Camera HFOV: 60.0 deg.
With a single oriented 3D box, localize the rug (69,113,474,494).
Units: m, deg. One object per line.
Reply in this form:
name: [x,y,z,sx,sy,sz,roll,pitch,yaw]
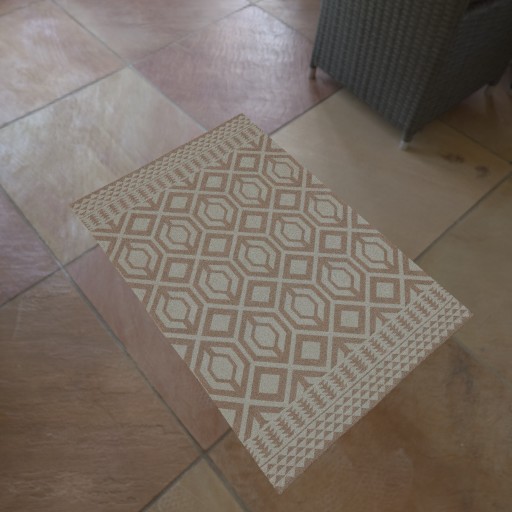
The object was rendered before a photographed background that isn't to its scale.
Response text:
rug: [0.000,0.000,2.301,1.219,0.008,1.829,-34,64,-19]
